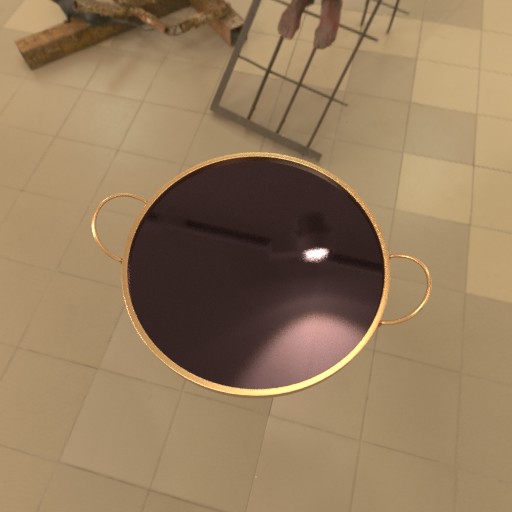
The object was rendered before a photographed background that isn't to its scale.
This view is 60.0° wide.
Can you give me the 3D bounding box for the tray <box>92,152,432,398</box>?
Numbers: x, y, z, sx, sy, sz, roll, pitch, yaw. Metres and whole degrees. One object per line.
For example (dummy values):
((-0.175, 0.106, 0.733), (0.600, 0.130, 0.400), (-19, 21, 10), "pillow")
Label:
((0.000, 0.000, 0.722), (0.543, 0.069, 0.438), (13, 64, 6), "tray")
